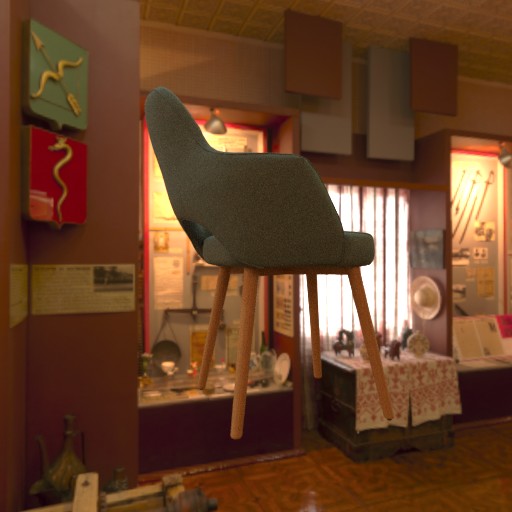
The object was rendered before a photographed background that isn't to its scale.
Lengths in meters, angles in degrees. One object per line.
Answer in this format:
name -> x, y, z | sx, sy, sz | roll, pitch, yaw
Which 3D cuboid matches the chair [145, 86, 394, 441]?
chair -> 0.000, 0.000, 1.362 | 0.666, 0.920, 0.589 | 0, -1, -18
